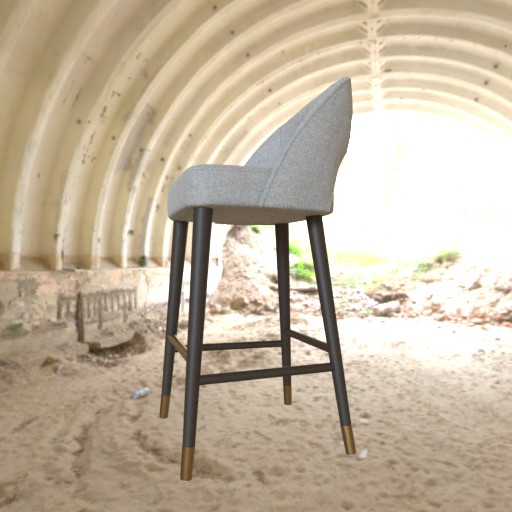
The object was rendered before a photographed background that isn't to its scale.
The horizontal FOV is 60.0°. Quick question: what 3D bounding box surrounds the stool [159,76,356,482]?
[{"bbox_3d":[0.000,0.000,1.304,0.509,1.037,0.494,0,-1,-19],"label":"stool"}]
